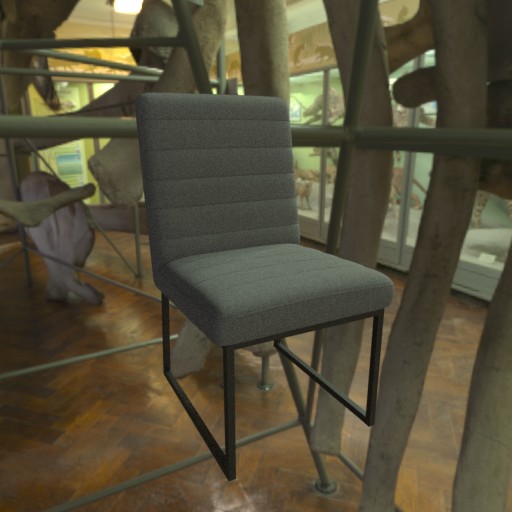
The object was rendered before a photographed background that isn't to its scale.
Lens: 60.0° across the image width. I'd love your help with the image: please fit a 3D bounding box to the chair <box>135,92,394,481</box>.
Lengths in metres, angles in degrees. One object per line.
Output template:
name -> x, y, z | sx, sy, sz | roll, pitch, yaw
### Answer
chair -> 0.000, 0.000, 1.307 | 0.520, 0.930, 0.634 | -8, 18, -26
